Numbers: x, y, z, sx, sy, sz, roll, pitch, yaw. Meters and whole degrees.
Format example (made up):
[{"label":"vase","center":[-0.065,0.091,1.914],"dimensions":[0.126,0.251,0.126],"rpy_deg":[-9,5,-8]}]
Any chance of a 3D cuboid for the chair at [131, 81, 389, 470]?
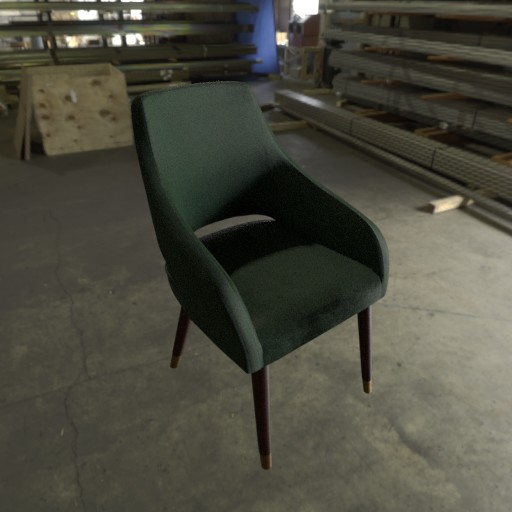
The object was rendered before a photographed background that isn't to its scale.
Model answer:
[{"label":"chair","center":[0.000,0.000,1.605],"dimensions":[0.683,1.081,0.794],"rpy_deg":[-22,37,-33]}]
